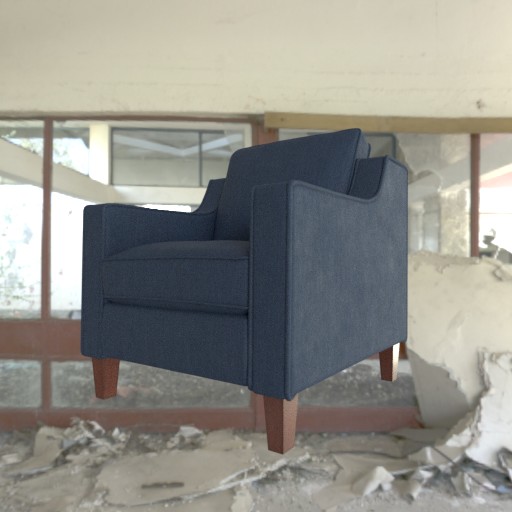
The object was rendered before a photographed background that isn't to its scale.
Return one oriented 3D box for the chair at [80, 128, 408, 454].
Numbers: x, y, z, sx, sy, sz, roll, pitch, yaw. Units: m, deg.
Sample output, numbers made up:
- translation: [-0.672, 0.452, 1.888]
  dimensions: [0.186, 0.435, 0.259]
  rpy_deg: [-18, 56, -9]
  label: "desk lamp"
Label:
- translation: [0.000, 0.000, 1.615]
  dimensions: [0.831, 0.960, 0.909]
  rpy_deg: [0, 0, 36]
  label: "chair"
